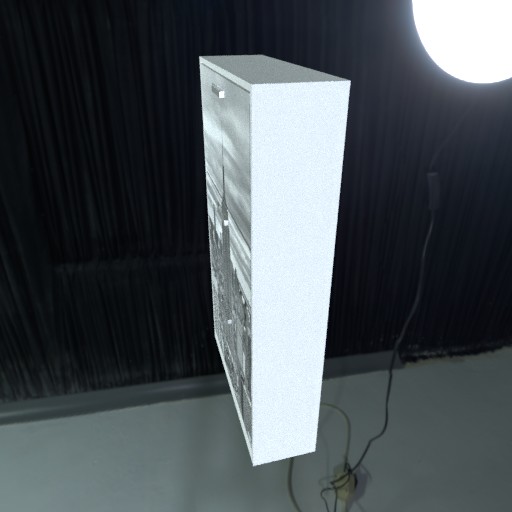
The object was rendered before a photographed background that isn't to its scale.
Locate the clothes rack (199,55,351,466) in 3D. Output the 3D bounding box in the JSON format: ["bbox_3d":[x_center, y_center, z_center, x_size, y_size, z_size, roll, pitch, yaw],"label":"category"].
[{"bbox_3d":[0.000,0.000,1.616,0.250,1.280,0.750,-7,30,-13],"label":"clothes rack"}]
